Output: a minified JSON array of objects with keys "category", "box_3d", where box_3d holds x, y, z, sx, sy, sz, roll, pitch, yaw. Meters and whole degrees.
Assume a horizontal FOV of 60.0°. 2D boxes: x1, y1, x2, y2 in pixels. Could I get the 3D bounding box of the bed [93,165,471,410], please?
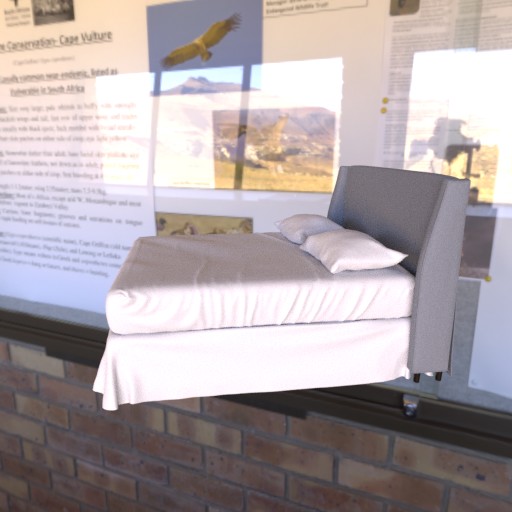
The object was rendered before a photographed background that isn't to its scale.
[{"category":"bed","box_3d":[0.000,0.000,3.469,2.276,1.332,1.925,-2,14,-9]}]
